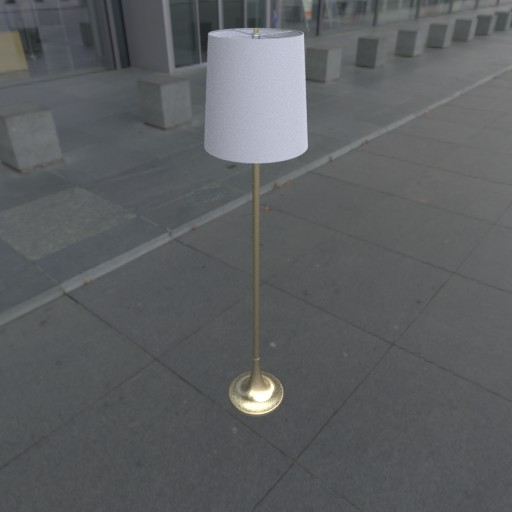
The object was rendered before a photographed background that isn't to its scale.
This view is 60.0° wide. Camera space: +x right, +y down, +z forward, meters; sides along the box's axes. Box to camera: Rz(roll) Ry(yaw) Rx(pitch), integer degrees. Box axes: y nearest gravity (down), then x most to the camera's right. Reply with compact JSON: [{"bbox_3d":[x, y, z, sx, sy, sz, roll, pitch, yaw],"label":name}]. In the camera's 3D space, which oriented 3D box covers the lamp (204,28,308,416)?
[{"bbox_3d":[0.000,0.000,1.683,0.337,1.543,0.337,0,33,0],"label":"lamp"}]
